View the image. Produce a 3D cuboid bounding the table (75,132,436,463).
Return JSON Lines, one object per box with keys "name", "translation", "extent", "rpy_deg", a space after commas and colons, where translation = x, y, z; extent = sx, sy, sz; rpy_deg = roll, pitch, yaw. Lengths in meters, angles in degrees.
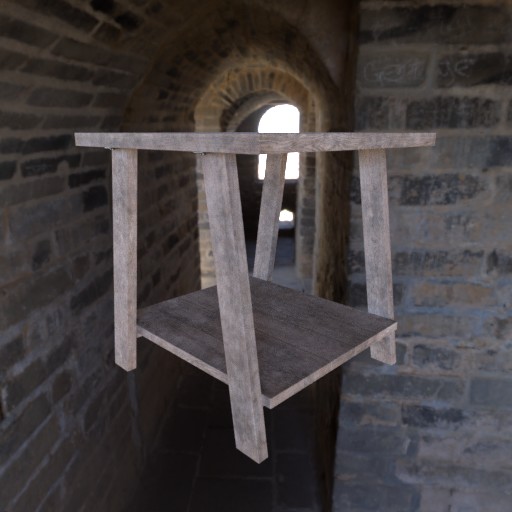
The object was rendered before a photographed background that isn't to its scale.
{"name": "table", "translation": [0.000, 0.000, 1.137], "extent": [0.610, 0.610, 0.610], "rpy_deg": [15, 21, 42]}
